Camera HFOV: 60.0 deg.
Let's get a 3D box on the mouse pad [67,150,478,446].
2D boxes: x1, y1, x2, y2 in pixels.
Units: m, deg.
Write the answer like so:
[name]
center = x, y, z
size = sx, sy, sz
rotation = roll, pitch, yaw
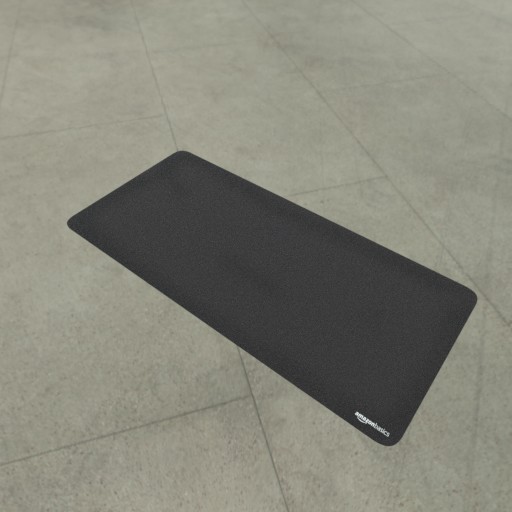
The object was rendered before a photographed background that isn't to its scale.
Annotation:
[mouse pad]
center = 0.000, 0.000, 1.035
size = 0.907, 0.003, 0.424
rotation = 30, 53, 25
